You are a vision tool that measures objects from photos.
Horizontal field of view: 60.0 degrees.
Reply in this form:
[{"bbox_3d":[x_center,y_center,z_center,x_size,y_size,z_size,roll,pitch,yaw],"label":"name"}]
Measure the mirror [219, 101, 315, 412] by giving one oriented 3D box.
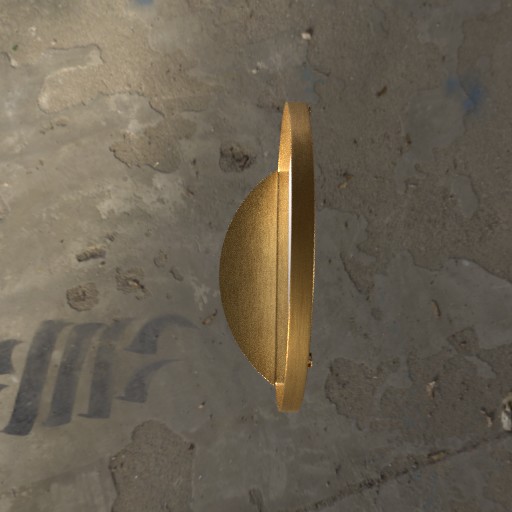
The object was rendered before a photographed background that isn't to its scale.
[{"bbox_3d":[0.000,0.000,0.693,0.133,0.457,0.457,1,76,0],"label":"mirror"}]
